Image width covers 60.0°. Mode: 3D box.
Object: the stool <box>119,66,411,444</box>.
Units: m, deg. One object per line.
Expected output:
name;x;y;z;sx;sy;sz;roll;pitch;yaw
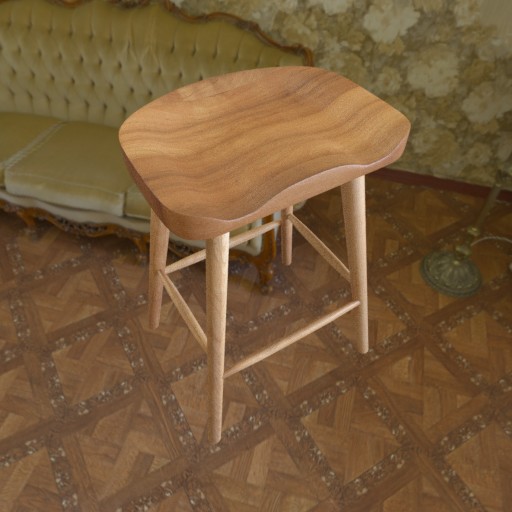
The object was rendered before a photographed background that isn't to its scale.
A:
stool;0.000;0.000;0.892;0.440;0.615;0.361;-24;52;-20
